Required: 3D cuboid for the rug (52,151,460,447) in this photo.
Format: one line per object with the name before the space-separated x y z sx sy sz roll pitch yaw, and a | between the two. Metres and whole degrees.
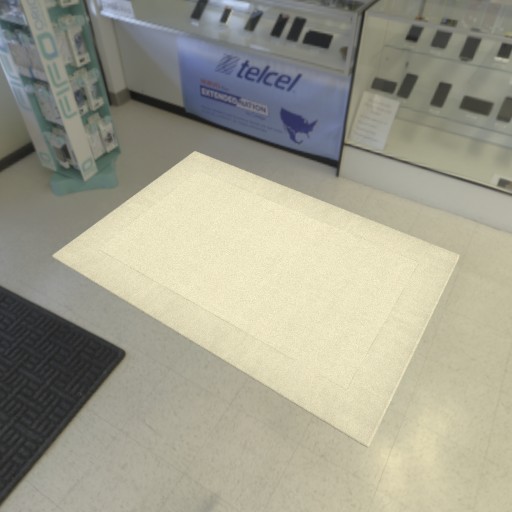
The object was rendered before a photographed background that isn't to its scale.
rug | 0.000 0.000 2.384 1.829 0.013 1.219 25 51 23
